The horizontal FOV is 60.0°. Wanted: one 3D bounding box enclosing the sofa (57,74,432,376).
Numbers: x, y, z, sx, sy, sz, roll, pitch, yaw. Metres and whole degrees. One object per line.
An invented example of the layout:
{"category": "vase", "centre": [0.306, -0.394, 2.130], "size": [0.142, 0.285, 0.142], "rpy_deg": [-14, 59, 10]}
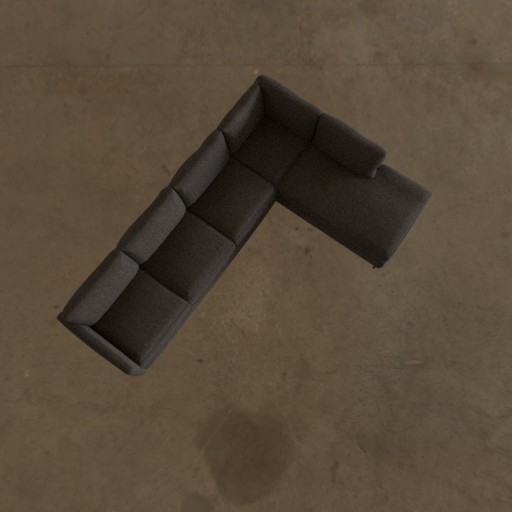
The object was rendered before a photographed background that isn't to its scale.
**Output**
{"category": "sofa", "centre": [0.000, 0.000, 3.997], "size": [2.007, 0.815, 2.949], "rpy_deg": [35, 78, 9]}
